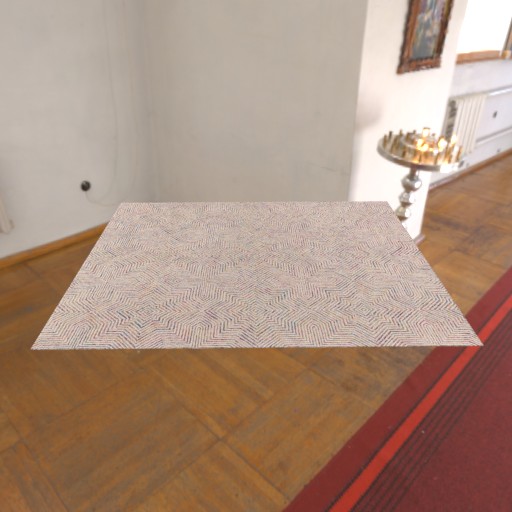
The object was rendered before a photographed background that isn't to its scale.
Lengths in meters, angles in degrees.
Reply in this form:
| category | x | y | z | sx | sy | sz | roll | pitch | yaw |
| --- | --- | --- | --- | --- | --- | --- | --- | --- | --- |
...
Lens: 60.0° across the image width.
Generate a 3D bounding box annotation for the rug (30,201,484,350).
| category | x | y | z | sx | sy | sz | roll | pitch | yaw |
| --- | --- | --- | --- | --- | --- | --- | --- | --- | --- |
| rug | 0.000 | 0.000 | 4.029 | 3.046 | 0.008 | 2.442 | 0 | 30 | -1 |
